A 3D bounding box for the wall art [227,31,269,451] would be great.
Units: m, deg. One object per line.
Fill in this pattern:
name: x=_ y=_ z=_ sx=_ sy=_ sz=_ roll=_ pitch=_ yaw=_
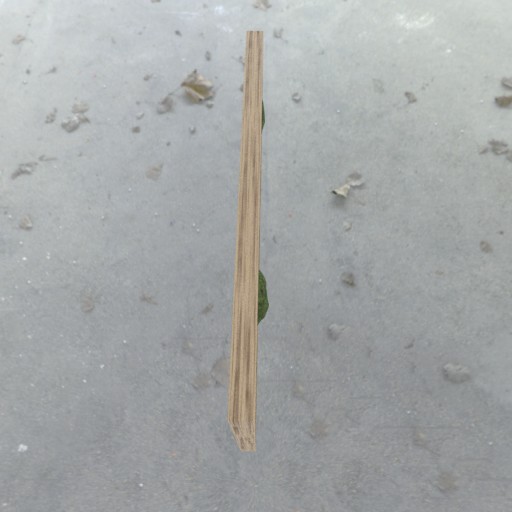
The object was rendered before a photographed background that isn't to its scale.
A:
wall art: x=0.000 y=0.000 z=1.089 sx=0.063 sy=0.609 sz=0.841 roll=1 pitch=63 yaw=1
